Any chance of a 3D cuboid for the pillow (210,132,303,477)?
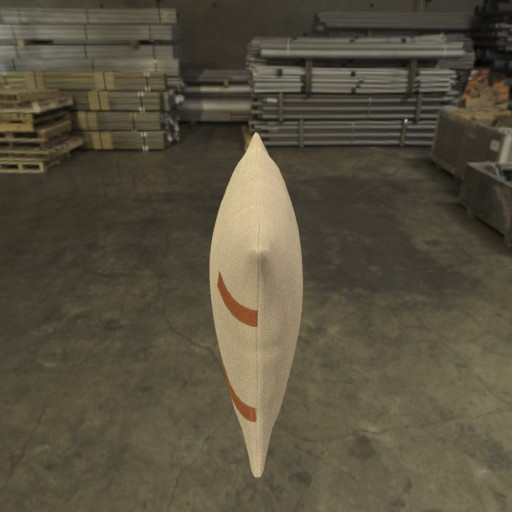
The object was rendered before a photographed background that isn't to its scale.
[{"bbox_3d":[0.000,0.000,0.747,0.148,0.308,0.612,0,26,0],"label":"pillow"}]
